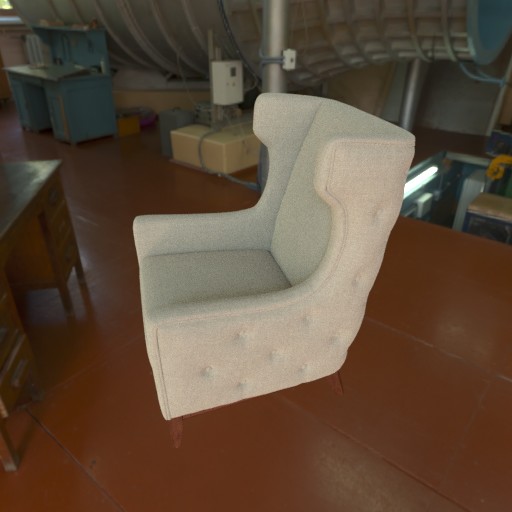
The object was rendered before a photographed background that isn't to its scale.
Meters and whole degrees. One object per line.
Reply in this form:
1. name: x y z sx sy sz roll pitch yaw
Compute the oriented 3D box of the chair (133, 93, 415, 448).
1. chair: 0.000 0.000 1.709 0.899 1.079 0.778 -8 31 -14
